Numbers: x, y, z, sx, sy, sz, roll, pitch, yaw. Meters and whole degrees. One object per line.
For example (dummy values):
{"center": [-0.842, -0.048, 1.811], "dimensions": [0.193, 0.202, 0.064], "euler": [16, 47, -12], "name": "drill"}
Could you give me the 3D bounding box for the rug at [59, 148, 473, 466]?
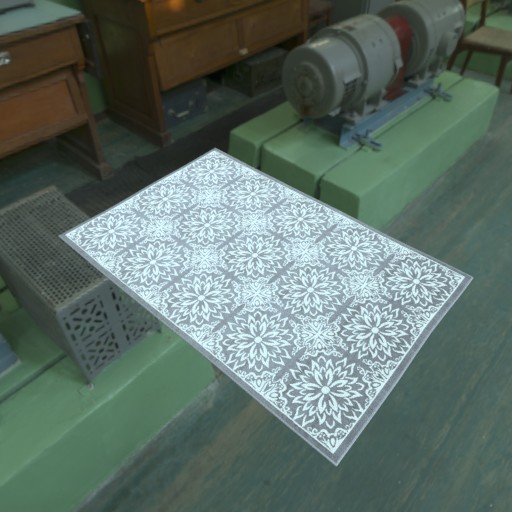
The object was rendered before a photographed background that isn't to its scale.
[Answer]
{"center": [0.000, 0.000, 3.484], "dimensions": [2.746, 0.018, 1.819], "euler": [32, 53, 28], "name": "rug"}
